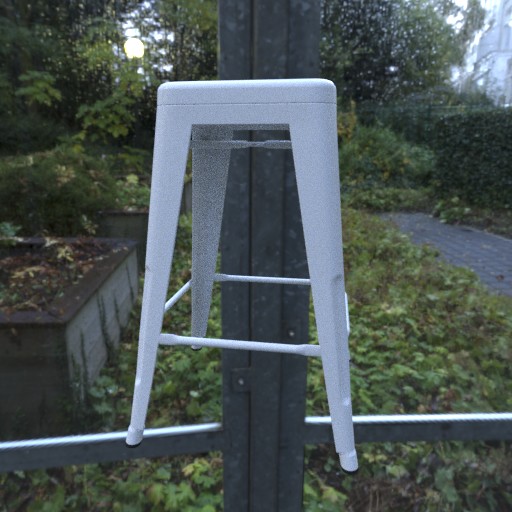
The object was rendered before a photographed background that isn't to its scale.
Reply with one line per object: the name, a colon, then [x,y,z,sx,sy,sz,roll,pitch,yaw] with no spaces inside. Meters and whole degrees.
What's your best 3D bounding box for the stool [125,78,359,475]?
stool: [0.000,0.000,0.864,0.406,0.610,0.406,2,15,9]
